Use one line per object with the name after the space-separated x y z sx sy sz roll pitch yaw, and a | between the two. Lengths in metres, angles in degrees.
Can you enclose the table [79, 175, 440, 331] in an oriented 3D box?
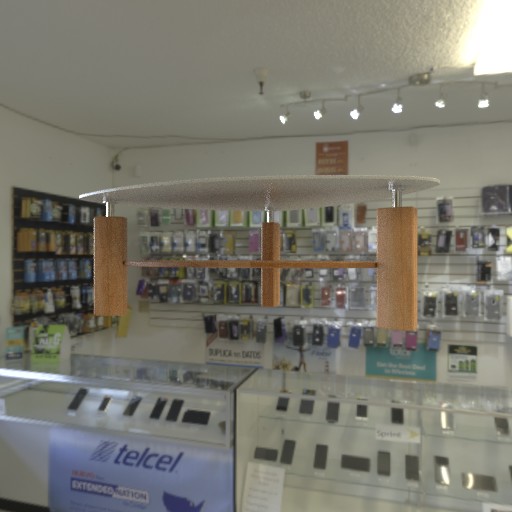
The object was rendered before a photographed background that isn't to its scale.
0.000 0.000 1.661 1.250 0.440 0.850 0 0 18 | table
